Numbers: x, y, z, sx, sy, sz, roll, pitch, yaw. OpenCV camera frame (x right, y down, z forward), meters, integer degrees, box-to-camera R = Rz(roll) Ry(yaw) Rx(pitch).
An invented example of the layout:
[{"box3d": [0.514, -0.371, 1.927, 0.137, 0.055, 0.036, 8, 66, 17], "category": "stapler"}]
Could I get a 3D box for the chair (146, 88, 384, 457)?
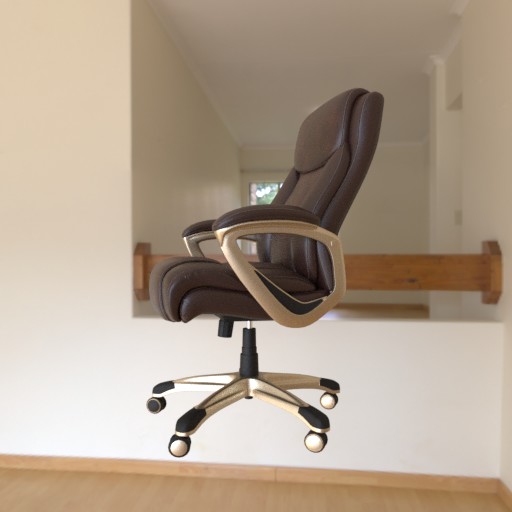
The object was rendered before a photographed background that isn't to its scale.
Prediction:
[{"box3d": [0.000, 0.000, 1.616, 0.749, 1.194, 0.692, 0, 0, -18], "category": "chair"}]
